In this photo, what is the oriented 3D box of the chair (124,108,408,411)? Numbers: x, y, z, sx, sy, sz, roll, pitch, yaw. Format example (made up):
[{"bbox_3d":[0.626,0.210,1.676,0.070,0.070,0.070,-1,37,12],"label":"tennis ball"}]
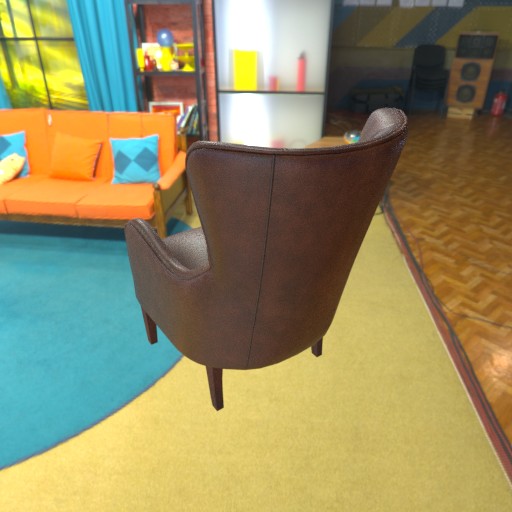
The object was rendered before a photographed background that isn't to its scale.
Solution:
[{"bbox_3d":[0.000,0.000,1.604,0.692,1.048,0.914,-19,35,-30],"label":"chair"}]
